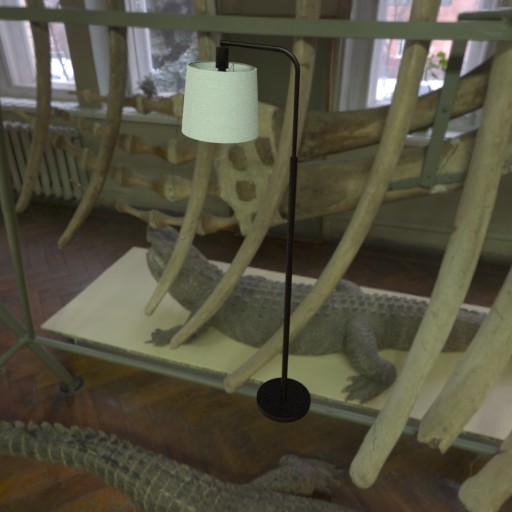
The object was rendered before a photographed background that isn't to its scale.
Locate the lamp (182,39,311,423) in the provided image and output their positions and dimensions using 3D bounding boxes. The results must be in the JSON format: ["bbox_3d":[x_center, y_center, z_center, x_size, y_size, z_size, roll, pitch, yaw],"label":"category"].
[{"bbox_3d":[0.000,0.000,1.687,0.508,1.478,0.254,9,31,15],"label":"lamp"}]
